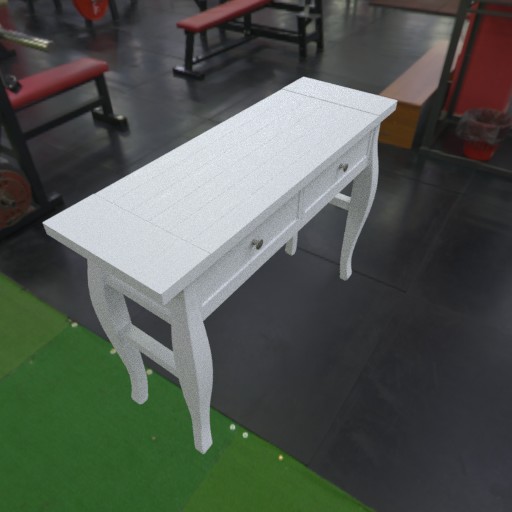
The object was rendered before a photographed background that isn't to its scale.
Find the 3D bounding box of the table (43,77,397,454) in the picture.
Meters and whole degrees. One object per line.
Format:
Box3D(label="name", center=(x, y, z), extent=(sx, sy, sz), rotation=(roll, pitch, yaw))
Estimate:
Box3D(label="table", center=(0.000, 0.000, 1.444), extent=(0.373, 0.768, 1.062), rotation=(26, 48, 26))
